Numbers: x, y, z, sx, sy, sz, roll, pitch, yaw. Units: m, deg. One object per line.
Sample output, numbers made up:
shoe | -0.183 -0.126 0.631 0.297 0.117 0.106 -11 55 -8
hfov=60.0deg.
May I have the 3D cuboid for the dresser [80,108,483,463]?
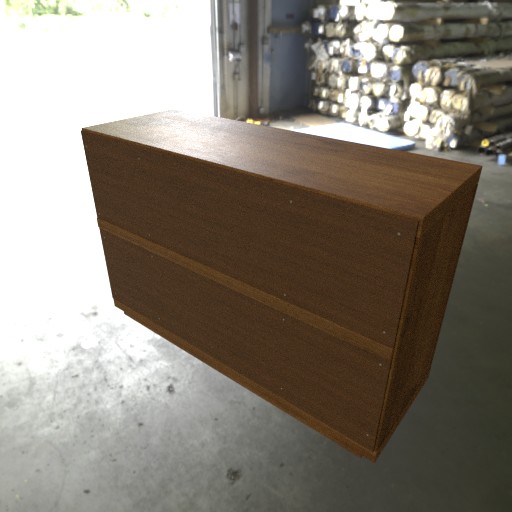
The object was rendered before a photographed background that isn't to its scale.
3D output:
dresser | 0.000 0.000 1.619 1.261 0.825 0.479 21 36 33
